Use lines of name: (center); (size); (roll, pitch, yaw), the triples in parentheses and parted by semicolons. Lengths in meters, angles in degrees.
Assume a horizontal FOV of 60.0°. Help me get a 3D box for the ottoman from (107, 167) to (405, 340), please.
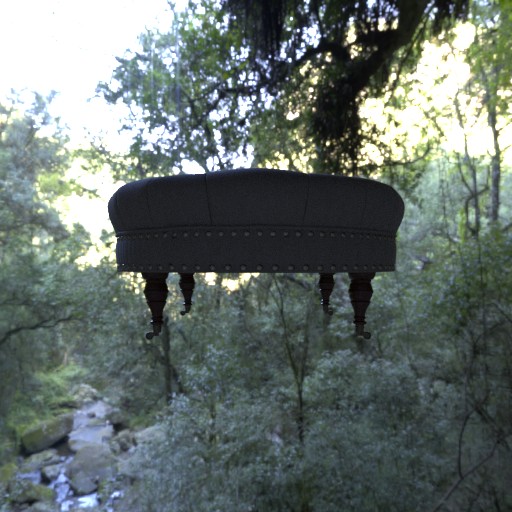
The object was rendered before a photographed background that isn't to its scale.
ottoman: (0.000, 0.000, 1.412); (0.901, 0.439, 0.901); (0, -1, 0)
